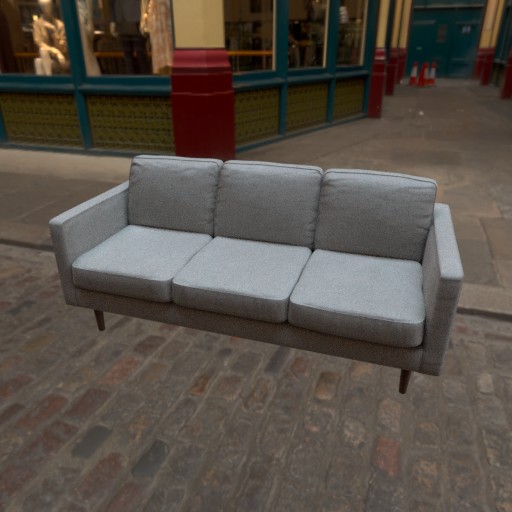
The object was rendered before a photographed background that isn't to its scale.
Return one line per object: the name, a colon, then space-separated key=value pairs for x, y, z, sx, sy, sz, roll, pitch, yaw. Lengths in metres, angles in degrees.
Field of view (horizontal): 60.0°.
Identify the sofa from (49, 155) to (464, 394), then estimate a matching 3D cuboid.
sofa: x=0.000 y=0.000 z=2.470 sx=1.983 sy=0.918 sz=0.944 roll=8 pitch=27 yaw=16
